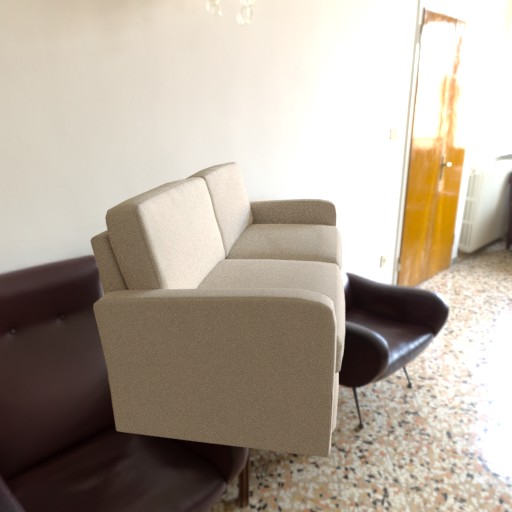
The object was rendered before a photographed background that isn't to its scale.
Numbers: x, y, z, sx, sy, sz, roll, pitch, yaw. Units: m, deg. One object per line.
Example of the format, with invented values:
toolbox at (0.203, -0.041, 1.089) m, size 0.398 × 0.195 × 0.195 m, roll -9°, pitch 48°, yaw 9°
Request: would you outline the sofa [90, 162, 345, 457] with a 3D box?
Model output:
sofa at (0.000, 0.000, 2.287) m, size 0.894 × 0.831 × 1.808 m, roll 3°, pitch 17°, yaw 9°
